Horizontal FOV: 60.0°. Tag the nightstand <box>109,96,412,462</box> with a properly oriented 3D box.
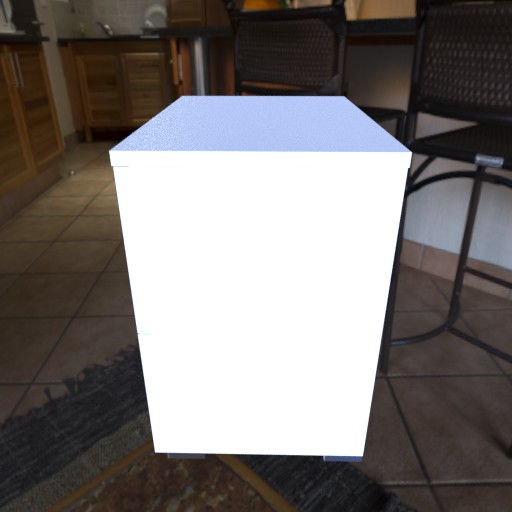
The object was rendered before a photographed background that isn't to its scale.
[{"bbox_3d":[0.000,0.000,0.752,0.325,0.460,0.441,1,27,1],"label":"nightstand"}]
